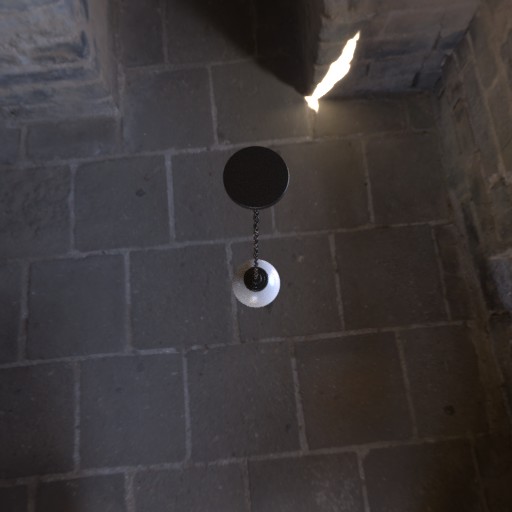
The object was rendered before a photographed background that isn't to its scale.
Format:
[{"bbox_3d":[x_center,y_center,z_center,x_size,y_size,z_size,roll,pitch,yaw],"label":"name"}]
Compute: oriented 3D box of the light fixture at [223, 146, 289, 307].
[{"bbox_3d":[0.000,0.000,2.058,0.304,1.867,0.305,37,80,8],"label":"light fixture"}]
